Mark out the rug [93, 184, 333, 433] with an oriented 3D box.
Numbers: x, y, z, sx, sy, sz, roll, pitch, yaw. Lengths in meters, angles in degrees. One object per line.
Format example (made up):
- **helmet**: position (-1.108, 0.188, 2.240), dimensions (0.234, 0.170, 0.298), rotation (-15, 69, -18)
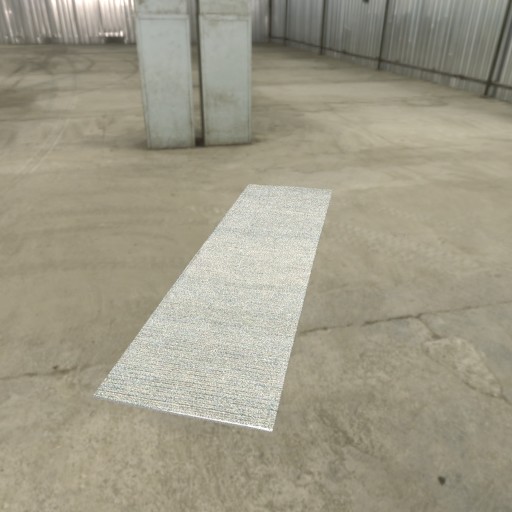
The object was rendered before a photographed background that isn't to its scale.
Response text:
- **rug**: position (0.000, 0.000, 2.544), dimensions (0.675, 0.037, 2.341), rotation (7, 30, 12)
